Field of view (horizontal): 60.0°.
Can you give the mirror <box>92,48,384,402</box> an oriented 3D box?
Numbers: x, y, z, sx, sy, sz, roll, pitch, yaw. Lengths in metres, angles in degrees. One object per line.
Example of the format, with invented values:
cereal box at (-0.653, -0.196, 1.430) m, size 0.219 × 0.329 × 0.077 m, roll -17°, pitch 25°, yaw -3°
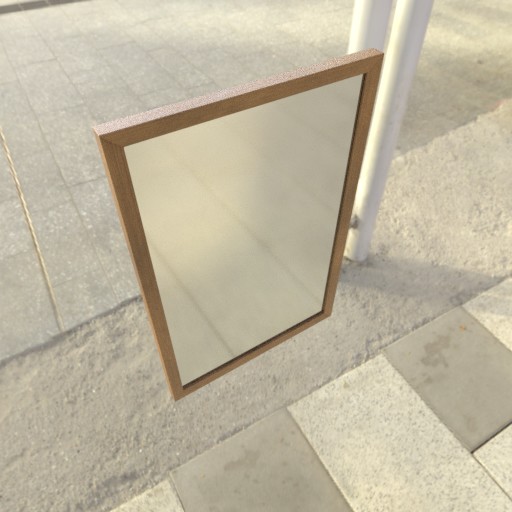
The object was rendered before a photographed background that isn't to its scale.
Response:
mirror at (0.000, 0.000, 1.151) m, size 0.609 × 0.915 × 0.040 m, roll -24°, pitch 51°, yaw -22°
